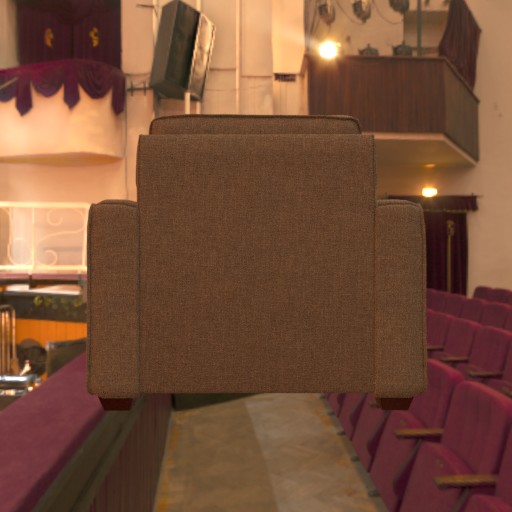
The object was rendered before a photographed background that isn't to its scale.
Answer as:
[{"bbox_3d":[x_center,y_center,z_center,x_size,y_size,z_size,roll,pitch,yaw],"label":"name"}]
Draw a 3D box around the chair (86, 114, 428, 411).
[{"bbox_3d":[0.000,0.000,1.734,1.016,0.914,0.940,0,0,0],"label":"chair"}]
